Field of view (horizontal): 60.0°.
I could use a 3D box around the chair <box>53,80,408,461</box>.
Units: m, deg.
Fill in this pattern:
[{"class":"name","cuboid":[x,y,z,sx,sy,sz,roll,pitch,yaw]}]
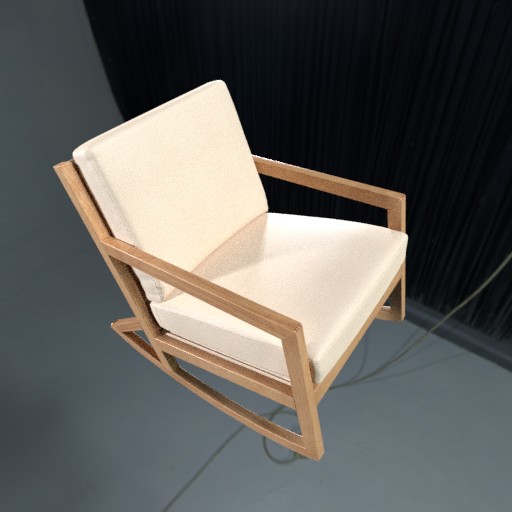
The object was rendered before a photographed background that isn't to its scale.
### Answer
[{"class":"chair","cuboid":[0.000,0.000,1.373,0.857,0.790,0.622,25,48,25]}]
